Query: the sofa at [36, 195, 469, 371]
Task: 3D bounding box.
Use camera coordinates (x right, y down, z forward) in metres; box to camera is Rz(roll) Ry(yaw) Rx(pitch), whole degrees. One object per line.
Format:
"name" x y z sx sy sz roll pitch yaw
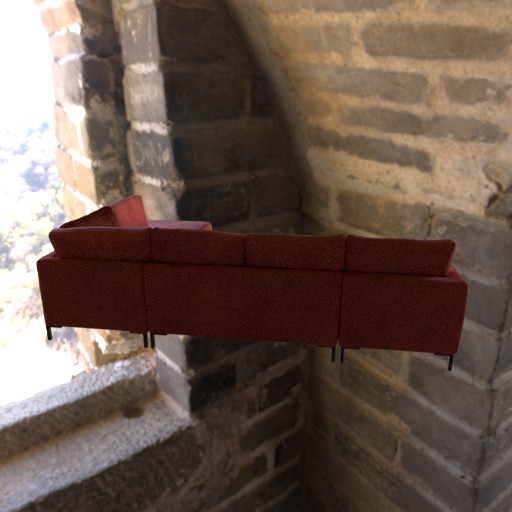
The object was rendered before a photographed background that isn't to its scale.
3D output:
"sofa" 0.000 0.000 3.898 2.971 0.858 1.981 3 17 8
